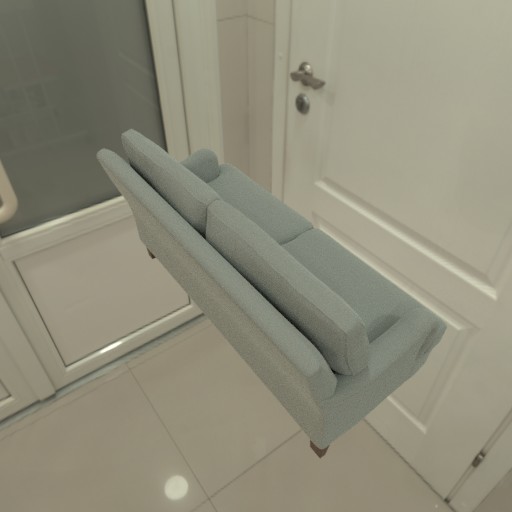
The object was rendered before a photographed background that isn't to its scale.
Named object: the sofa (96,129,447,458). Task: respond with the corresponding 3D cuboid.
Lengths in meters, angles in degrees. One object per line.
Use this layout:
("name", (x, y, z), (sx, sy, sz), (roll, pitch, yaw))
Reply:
("sofa", (0.000, 0.000, 2.801), (1.069, 1.096, 2.193), (-26, 48, -26))
